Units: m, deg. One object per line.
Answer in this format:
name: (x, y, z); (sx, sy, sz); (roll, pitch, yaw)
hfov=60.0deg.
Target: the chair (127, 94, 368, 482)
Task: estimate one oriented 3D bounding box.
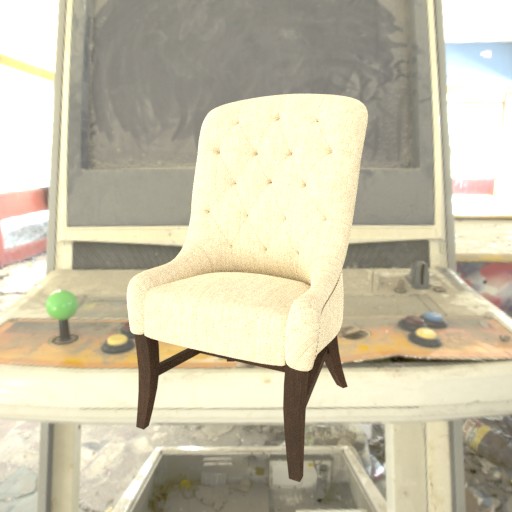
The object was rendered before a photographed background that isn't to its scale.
chair: (0.000, 0.000, 1.491); (0.634, 1.091, 0.629); (6, 14, 26)
